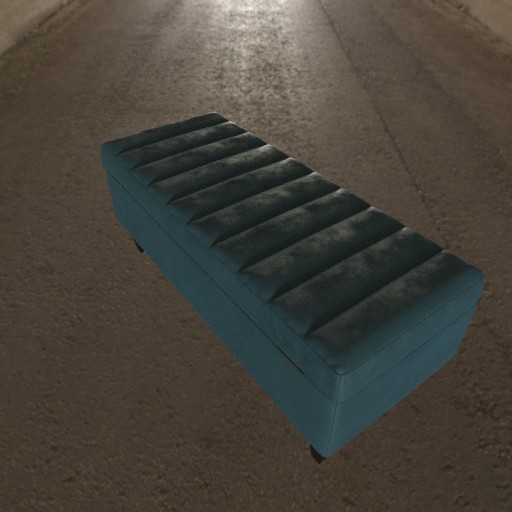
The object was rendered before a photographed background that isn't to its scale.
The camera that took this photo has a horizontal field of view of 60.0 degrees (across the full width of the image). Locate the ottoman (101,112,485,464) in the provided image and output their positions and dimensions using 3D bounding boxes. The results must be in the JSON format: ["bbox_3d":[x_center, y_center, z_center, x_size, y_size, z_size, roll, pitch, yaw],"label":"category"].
[{"bbox_3d":[0.000,0.000,1.372,0.482,0.469,1.151,-26,47,-27],"label":"ottoman"}]
